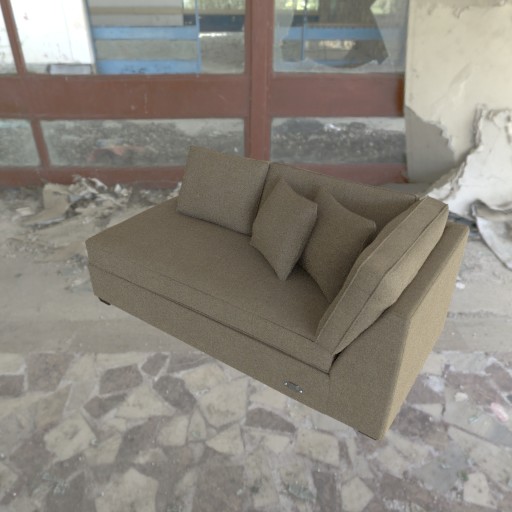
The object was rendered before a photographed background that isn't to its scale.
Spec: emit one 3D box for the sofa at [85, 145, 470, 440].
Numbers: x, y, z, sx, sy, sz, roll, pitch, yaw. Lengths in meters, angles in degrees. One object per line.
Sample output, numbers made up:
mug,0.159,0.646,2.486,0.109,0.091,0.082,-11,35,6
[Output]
sofa,0.000,0.000,2.853,2.238,1.019,1.110,19,35,30
